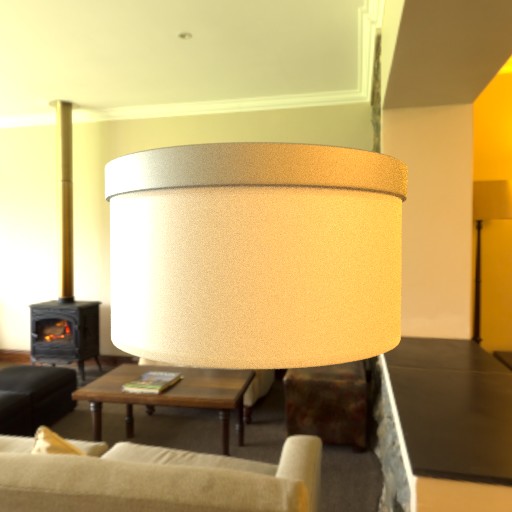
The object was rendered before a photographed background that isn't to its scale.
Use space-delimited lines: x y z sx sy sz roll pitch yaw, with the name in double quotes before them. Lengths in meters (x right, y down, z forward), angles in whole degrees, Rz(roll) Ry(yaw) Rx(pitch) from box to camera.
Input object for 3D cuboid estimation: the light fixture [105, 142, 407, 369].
"light fixture" 0.000 0.000 0.613 0.393 0.229 0.393 0 1 0
